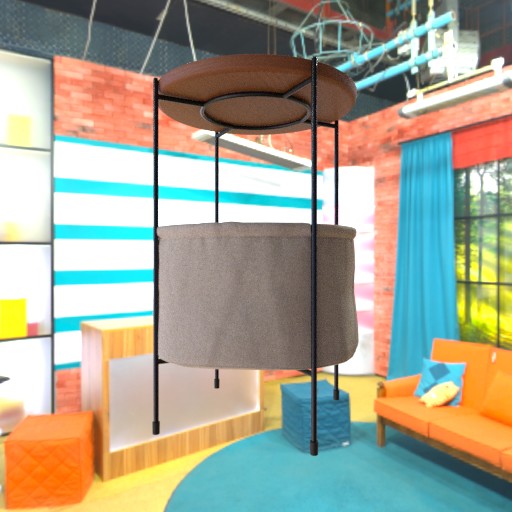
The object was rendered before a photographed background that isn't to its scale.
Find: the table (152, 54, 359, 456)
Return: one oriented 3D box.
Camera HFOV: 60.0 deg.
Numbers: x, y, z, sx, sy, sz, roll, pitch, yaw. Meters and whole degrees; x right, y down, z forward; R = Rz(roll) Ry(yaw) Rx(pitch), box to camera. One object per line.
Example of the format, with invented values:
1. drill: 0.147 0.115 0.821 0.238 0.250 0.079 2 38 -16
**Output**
1. table: 0.000 0.000 0.869 0.393 0.623 0.393 0 0 17
